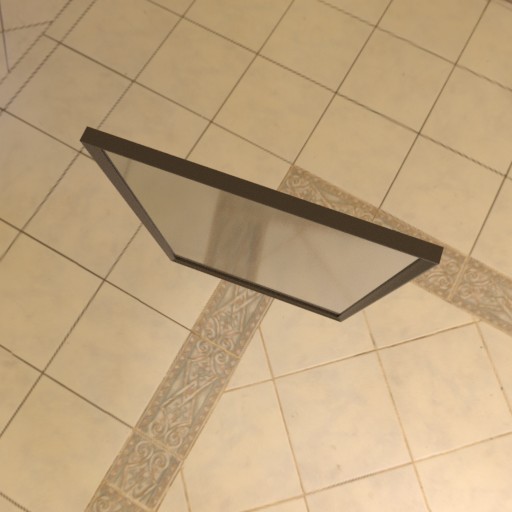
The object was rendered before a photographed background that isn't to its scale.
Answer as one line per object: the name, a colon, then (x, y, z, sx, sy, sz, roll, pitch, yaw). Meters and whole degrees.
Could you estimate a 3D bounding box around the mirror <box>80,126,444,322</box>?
mirror: (0.000, 0.000, 1.377, 0.762, 1.016, 0.041, 20, 76, 5)
